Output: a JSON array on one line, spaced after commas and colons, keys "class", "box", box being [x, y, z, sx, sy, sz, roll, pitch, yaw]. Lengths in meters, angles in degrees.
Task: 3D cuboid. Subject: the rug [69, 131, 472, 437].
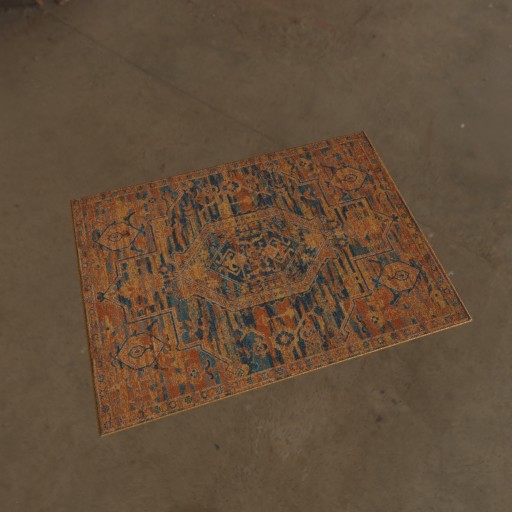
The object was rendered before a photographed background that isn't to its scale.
[{"class": "rug", "box": [0.000, 0.000, 2.839, 2.204, 0.024, 1.588, -15, 62, -8]}]
